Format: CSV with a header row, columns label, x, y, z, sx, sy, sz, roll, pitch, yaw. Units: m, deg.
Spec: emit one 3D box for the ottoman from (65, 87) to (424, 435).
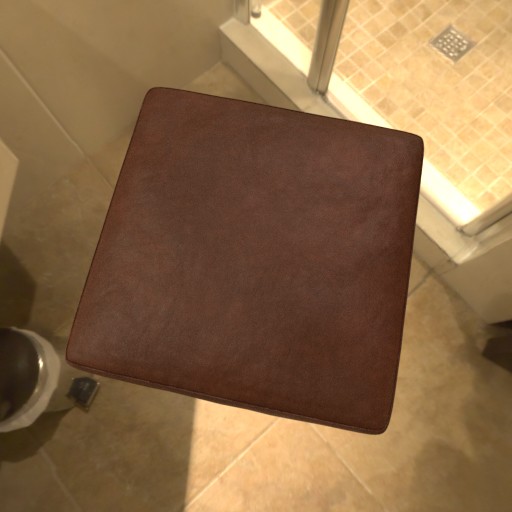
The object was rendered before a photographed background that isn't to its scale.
label,x,y,z,sx,sy,sz,roll,pitch,yaw
ottoman,0.000,0.000,1.318,0.836,0.415,0.844,12,75,3
